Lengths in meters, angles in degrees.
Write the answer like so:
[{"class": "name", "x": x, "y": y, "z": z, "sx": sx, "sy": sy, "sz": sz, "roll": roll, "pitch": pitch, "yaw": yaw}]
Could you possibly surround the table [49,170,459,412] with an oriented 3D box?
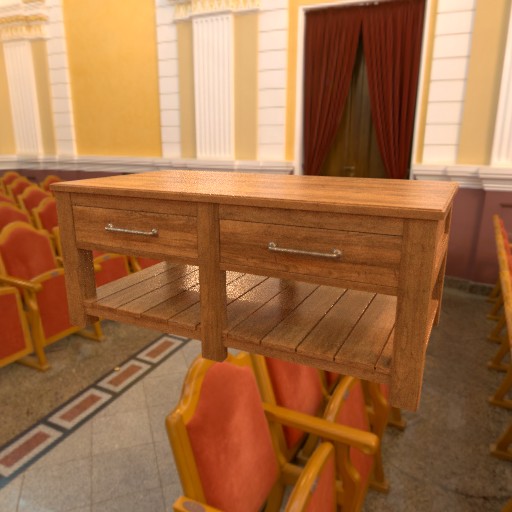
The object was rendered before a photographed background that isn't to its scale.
[{"class": "table", "x": 0.000, "y": 0.000, "z": 1.466, "sx": 1.150, "sy": 0.480, "sz": 0.635, "roll": 7, "pitch": 17, "yaw": 25}]
